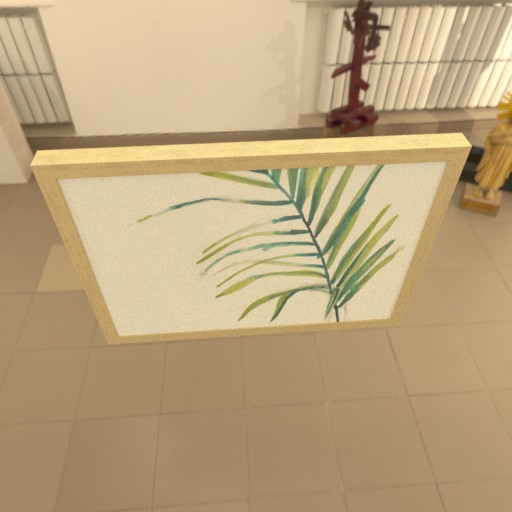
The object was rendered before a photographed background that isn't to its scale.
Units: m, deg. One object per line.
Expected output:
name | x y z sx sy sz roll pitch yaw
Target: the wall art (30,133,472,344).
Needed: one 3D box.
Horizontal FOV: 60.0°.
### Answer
wall art | 0.000 0.000 0.680 0.532 0.380 0.032 -3 46 -3
